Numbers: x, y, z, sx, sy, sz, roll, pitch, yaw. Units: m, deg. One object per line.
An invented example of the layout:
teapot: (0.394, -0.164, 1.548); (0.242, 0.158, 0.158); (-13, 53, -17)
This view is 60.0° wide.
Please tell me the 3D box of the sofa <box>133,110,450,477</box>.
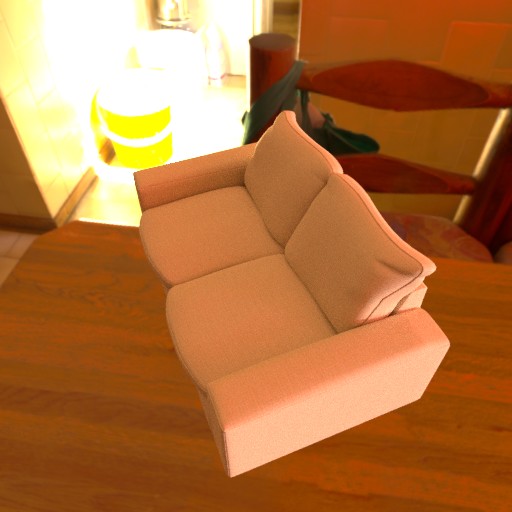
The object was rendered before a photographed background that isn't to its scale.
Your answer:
sofa: (0.000, 0.000, 2.371); (1.091, 0.875, 1.754); (-16, 48, -15)
